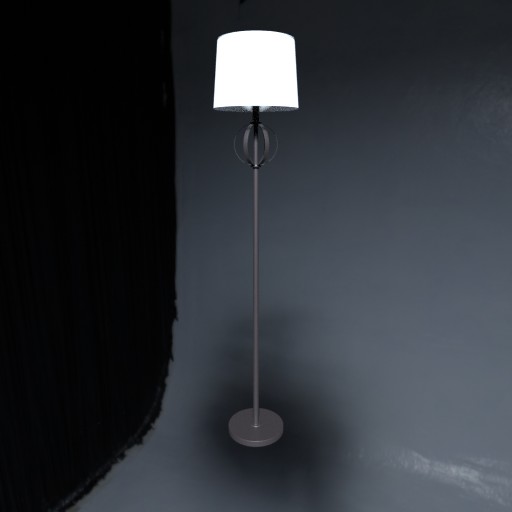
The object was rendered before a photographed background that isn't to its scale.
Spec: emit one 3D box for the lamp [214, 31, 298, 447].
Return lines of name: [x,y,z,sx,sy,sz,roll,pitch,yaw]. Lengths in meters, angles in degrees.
lamp: [0.000,0.000,1.637,0.286,1.462,0.286,7,16,27]
